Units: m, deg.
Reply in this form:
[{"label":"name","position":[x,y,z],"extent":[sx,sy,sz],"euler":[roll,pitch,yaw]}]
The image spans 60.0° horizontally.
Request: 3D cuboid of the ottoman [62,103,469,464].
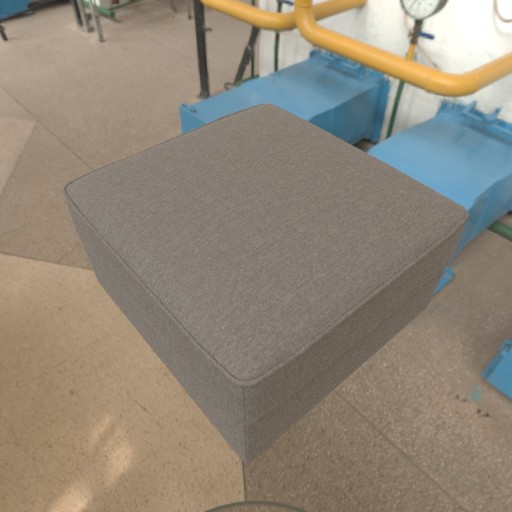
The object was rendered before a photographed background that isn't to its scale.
[{"label":"ottoman","position":[0.000,0.000,1.367],"extent":[0.808,0.612,0.871],"euler":[-31,53,-27]}]
